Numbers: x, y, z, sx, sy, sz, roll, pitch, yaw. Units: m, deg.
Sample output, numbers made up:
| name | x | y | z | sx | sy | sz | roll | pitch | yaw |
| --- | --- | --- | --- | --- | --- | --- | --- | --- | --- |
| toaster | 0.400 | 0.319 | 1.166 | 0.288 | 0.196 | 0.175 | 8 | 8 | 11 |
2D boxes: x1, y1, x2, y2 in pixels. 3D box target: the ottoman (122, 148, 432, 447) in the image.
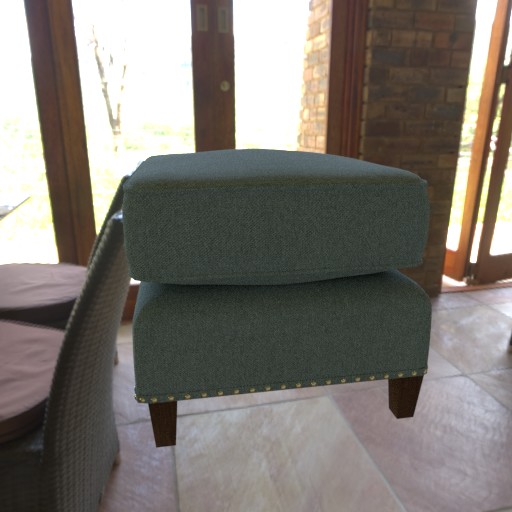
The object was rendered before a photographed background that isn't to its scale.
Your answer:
| name | x | y | z | sx | sy | sz | roll | pitch | yaw |
| --- | --- | --- | --- | --- | --- | --- | --- | --- | --- |
| ottoman | 0.000 | 0.000 | 1.138 | 0.589 | 0.537 | 0.738 | -3 | 17 | -10 |
